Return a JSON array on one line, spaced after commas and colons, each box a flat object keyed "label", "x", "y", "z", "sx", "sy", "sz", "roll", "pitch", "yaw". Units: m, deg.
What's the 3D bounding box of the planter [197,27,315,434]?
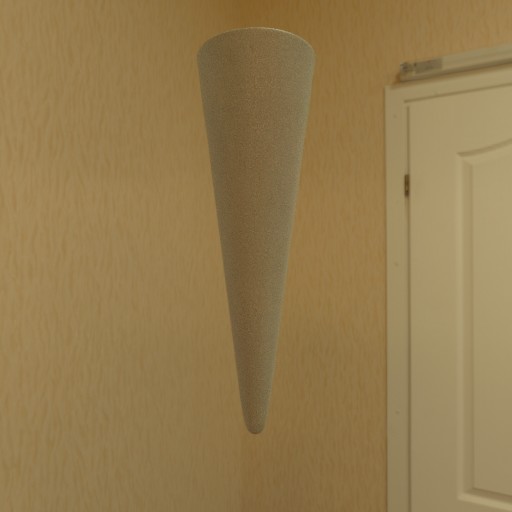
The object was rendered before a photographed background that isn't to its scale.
[{"label": "planter", "x": 0.000, "y": 0.000, "z": 0.216, "sx": 0.057, "sy": 0.191, "sz": 0.064, "roll": 0, "pitch": -1, "yaw": -1}]
